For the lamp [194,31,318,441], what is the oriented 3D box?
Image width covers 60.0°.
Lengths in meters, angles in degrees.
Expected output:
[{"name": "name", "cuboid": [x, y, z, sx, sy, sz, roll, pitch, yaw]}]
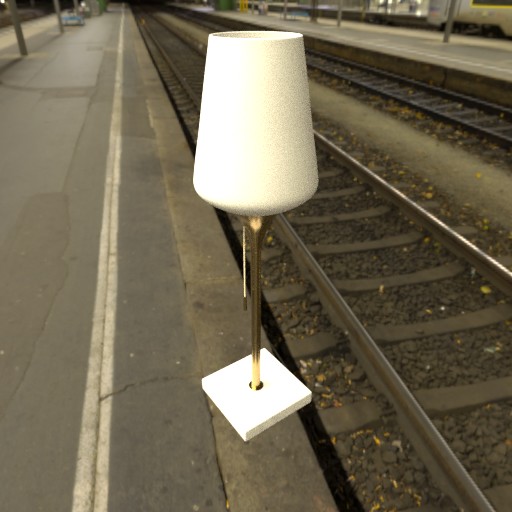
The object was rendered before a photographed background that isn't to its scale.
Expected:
[{"name": "lamp", "cuboid": [0.000, 0.000, 0.713, 0.181, 0.639, 0.181, -20, 36, -30]}]
